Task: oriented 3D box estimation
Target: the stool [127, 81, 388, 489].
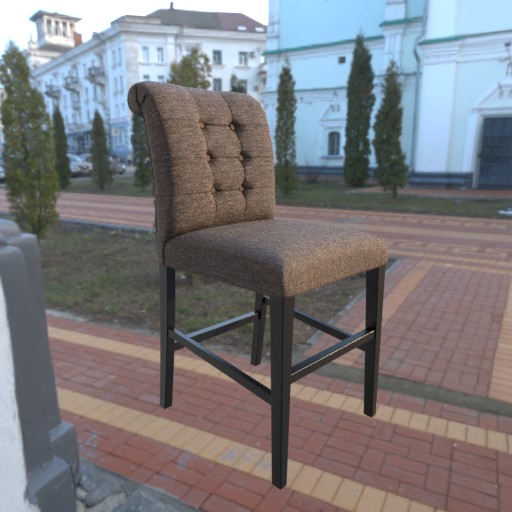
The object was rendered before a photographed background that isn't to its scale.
[{"bbox_3d":[0.000,0.000,1.289,0.611,0.970,0.457,12,18,43],"label":"stool"}]
